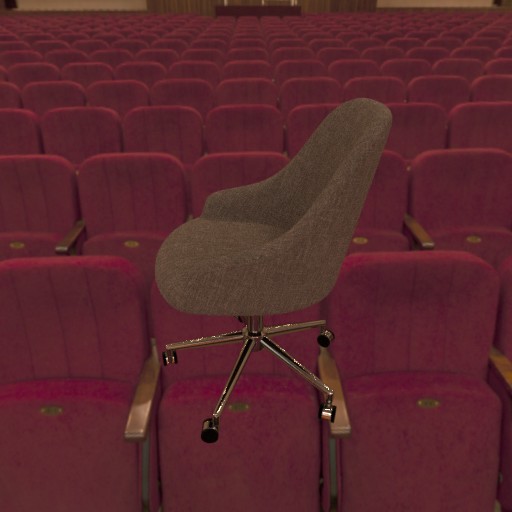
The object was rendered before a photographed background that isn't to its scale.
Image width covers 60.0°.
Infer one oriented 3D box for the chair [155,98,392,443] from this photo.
[{"bbox_3d":[0.000,0.000,1.436,0.712,0.950,0.671,0,28,-1],"label":"chair"}]
